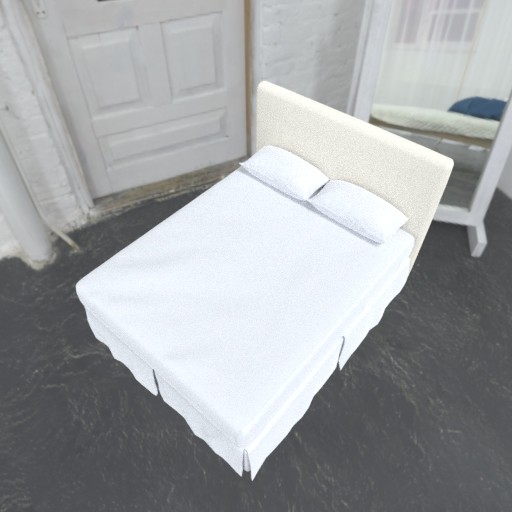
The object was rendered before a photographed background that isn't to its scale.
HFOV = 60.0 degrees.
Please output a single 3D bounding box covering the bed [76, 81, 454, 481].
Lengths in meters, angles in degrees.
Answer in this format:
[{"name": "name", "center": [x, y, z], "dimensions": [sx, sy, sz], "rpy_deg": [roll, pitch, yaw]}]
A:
[{"name": "bed", "center": [0.000, 0.000, 3.206], "dimensions": [1.713, 1.330, 2.142], "rpy_deg": [33, 56, 25]}]
